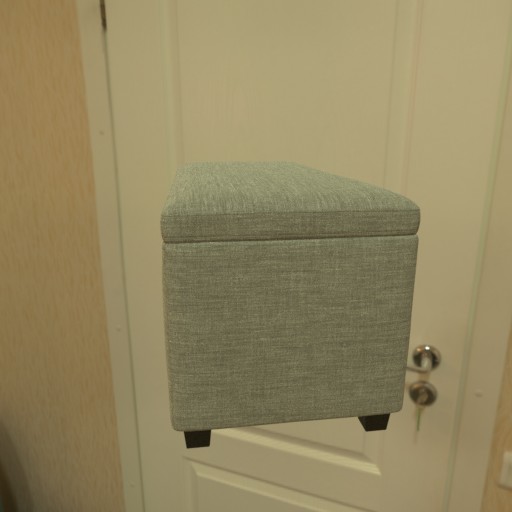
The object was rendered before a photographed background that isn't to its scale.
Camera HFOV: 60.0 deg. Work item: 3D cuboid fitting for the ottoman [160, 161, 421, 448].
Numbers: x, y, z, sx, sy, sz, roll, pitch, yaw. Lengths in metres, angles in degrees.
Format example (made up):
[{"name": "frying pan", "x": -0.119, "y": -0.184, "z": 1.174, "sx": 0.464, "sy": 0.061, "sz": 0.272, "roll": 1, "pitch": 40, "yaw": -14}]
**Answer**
[{"name": "ottoman", "x": 0.000, "y": 0.000, "z": 1.117, "sx": 0.419, "sy": 0.432, "sz": 0.902, "roll": -2, "pitch": 16, "yaw": -8}]
